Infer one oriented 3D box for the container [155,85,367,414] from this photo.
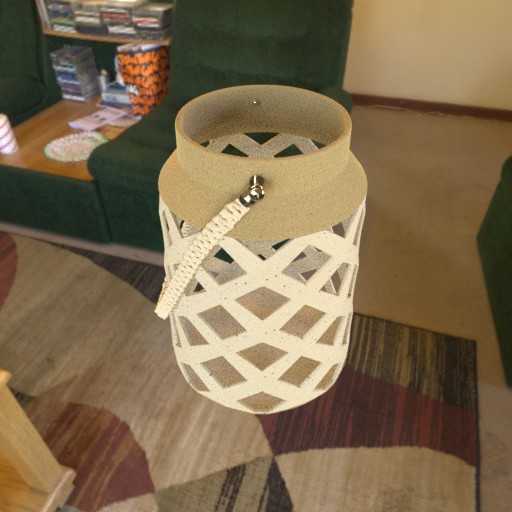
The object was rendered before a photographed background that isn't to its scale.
[{"bbox_3d":[0.000,0.000,0.349,0.172,0.229,0.163,0,41,0],"label":"container"}]
